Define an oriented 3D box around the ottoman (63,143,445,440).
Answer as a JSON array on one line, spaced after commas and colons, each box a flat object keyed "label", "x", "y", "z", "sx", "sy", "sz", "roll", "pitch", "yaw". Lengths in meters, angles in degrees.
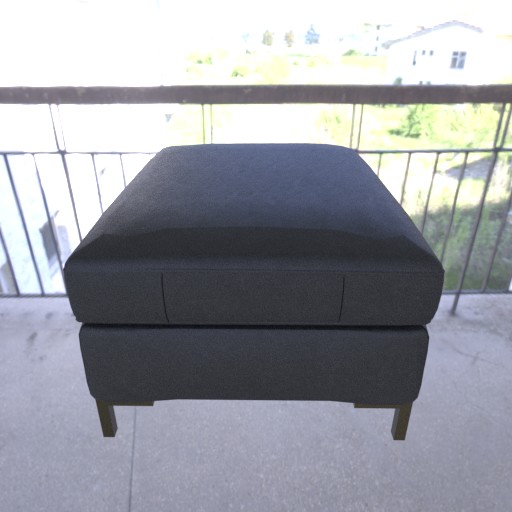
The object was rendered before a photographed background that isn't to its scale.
[{"label": "ottoman", "x": 0.000, "y": 0.000, "z": 1.722, "sx": 0.967, "sy": 0.696, "sz": 1.187, "roll": 0, "pitch": 27, "yaw": 1}]
